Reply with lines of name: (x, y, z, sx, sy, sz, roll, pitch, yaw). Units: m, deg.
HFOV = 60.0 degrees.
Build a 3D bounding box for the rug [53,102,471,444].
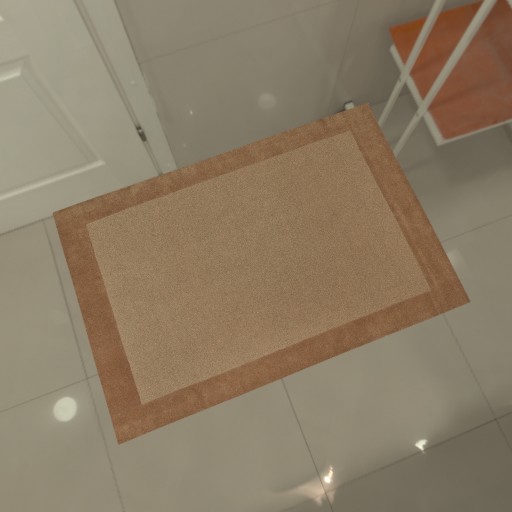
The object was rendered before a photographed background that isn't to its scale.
rug: (0.000, 0.000, 2.273, 1.829, 0.014, 1.219, -21, 76, -5)
